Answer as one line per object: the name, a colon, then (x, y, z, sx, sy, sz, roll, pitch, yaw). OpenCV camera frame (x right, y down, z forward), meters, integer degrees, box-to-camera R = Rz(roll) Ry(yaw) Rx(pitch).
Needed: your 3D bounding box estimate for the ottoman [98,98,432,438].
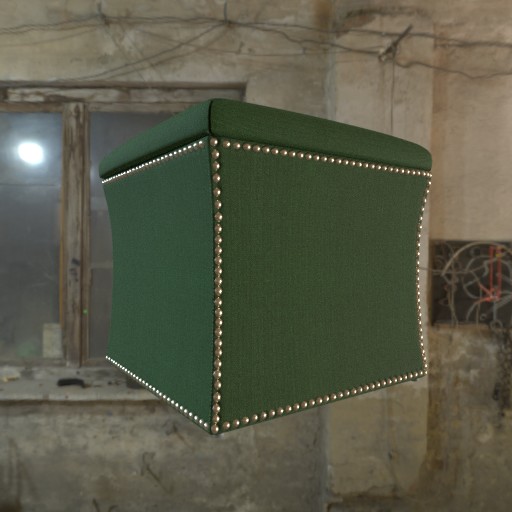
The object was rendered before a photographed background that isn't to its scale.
ottoman: (0.000, 0.000, 0.896, 0.507, 0.475, 0.497, -1, 1, -35)
